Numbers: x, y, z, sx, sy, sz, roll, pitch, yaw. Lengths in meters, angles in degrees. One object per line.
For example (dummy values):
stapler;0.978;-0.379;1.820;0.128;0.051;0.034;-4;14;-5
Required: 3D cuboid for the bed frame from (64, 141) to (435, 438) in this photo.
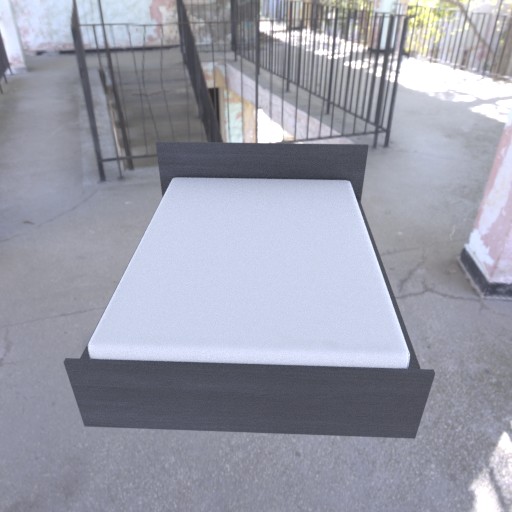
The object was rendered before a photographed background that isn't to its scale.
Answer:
bed frame;0.000;0.000;2.780;1.622;0.800;1.960;1;33;2
